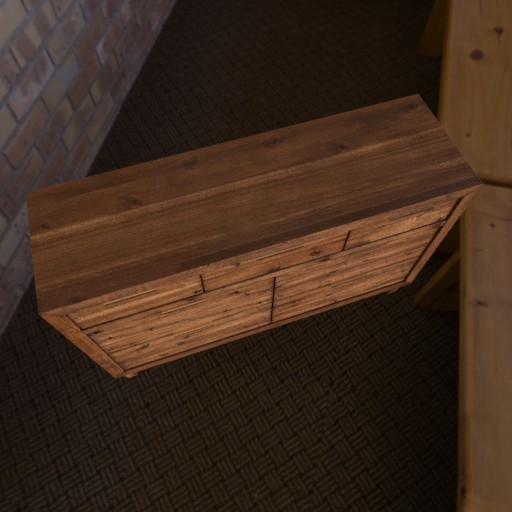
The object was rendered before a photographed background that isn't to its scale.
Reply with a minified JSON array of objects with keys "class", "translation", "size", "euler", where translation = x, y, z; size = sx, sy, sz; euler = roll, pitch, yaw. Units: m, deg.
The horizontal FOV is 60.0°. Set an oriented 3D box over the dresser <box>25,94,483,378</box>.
[{"class":"dresser","translation":[0.000,0.000,1.796],"size":[1.387,0.892,0.438],"euler":[-16,63,-9]}]
